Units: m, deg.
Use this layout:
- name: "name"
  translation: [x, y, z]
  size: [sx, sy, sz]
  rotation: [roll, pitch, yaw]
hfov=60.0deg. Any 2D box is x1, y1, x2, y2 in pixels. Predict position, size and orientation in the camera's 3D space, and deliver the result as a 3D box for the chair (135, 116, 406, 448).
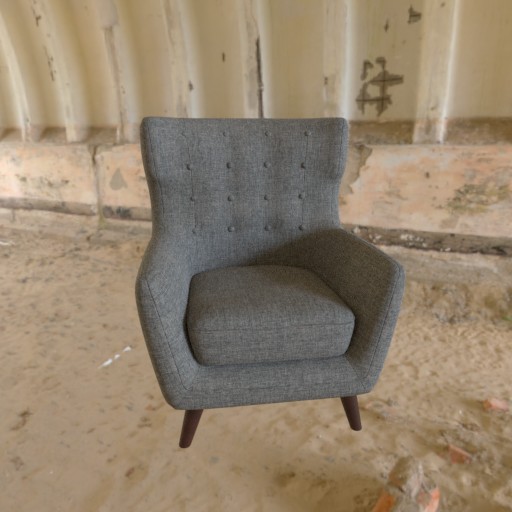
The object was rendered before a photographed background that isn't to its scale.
- name: "chair"
  translation: [0.000, 0.000, 1.748]
  size: [0.878, 1.063, 0.904]
  rotation: [-2, 16, -8]
